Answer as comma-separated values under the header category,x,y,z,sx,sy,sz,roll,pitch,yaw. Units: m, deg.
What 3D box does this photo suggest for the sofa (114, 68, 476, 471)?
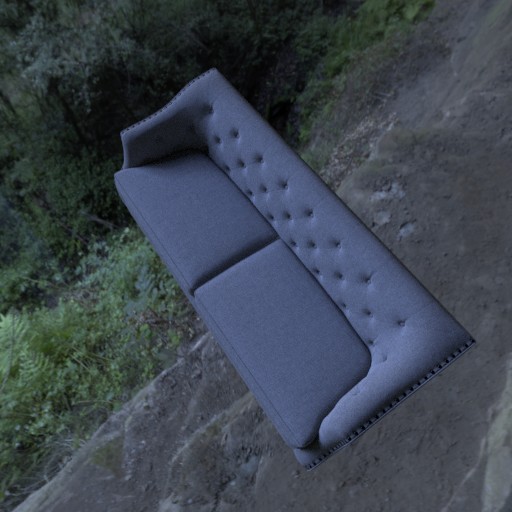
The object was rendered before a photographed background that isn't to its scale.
category,x,y,z,sx,sy,sz,roll,pitch,yaw
sofa,0.000,0.000,2.674,0.914,0.901,2.235,-32,67,-16
